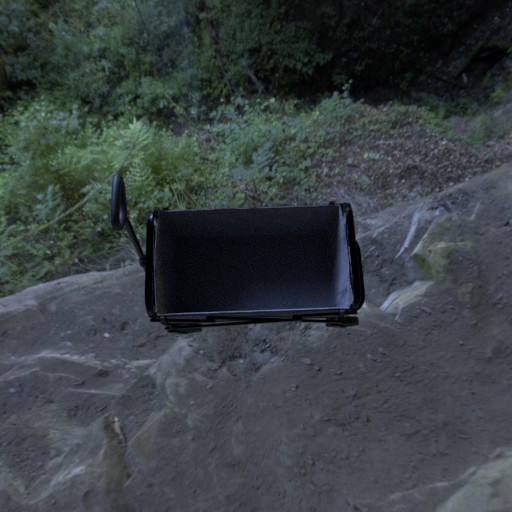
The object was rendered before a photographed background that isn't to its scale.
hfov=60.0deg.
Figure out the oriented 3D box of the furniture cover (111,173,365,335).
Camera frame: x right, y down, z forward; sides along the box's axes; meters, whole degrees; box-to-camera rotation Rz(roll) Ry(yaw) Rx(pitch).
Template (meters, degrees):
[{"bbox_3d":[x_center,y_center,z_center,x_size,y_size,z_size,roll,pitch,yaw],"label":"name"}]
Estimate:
[{"bbox_3d":[0.000,0.000,1.791,1.038,1.295,0.532,-2,75,-1],"label":"furniture cover"}]
